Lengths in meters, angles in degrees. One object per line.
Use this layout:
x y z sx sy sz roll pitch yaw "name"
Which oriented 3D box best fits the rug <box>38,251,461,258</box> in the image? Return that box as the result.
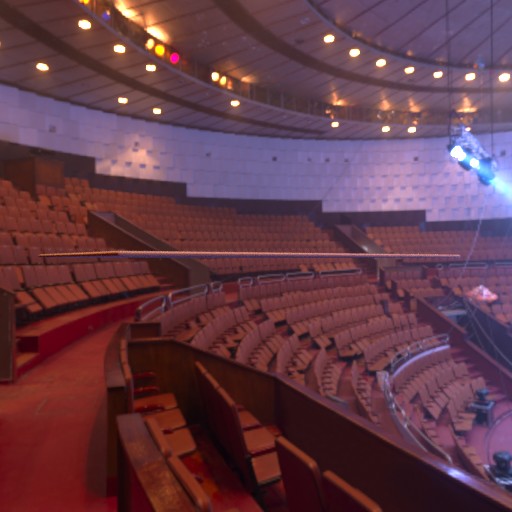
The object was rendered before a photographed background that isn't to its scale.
0.000 0.000 2.074 1.678 0.013 1.078 0 -1 -36 "rug"
